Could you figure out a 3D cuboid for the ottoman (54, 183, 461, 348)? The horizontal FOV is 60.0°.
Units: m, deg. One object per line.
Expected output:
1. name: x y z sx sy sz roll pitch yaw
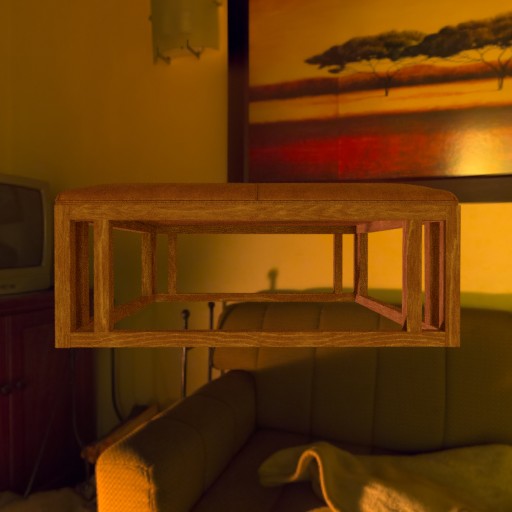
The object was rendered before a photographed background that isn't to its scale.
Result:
1. ottoman: 0.000 0.000 1.604 1.016 0.442 1.013 0 1 -1
